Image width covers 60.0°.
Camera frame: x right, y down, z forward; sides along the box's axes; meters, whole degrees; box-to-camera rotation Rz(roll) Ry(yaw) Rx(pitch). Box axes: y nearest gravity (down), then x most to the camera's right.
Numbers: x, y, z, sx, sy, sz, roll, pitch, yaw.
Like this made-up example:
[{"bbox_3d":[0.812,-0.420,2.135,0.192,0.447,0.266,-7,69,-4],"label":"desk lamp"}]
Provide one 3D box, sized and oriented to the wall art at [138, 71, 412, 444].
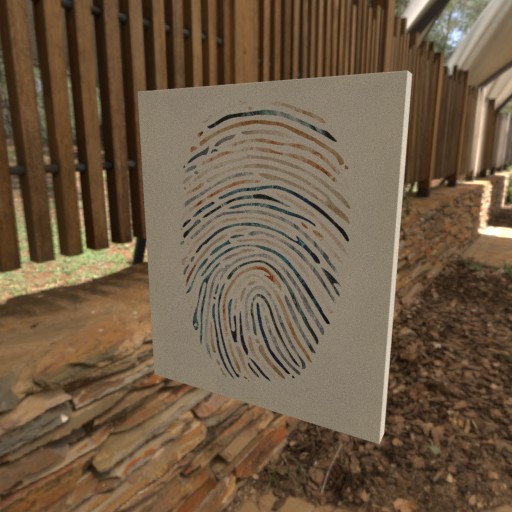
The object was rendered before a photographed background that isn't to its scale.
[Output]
[{"bbox_3d":[0.000,0.000,0.831,0.508,0.606,0.037,7,16,28],"label":"wall art"}]
